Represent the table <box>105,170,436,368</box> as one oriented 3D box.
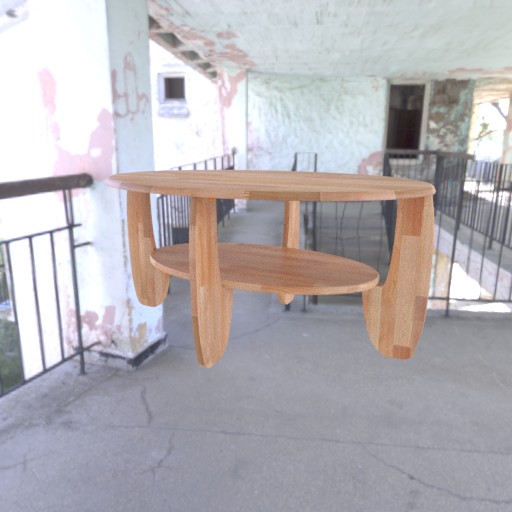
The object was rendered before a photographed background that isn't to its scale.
[{"bbox_3d":[0.000,0.000,1.407,1.040,0.490,0.690,7,16,26],"label":"table"}]
